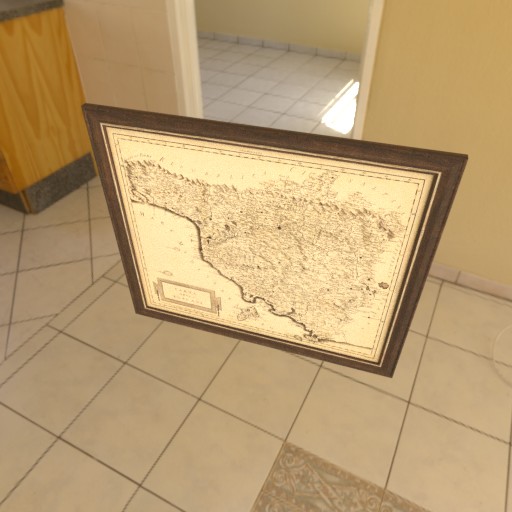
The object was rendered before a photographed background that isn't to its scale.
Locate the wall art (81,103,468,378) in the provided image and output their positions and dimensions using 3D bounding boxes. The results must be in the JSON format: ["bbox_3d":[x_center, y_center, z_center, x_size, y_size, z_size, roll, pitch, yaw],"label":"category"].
[{"bbox_3d":[0.000,0.000,1.432,1.033,0.875,0.023,12,42,13],"label":"wall art"}]
